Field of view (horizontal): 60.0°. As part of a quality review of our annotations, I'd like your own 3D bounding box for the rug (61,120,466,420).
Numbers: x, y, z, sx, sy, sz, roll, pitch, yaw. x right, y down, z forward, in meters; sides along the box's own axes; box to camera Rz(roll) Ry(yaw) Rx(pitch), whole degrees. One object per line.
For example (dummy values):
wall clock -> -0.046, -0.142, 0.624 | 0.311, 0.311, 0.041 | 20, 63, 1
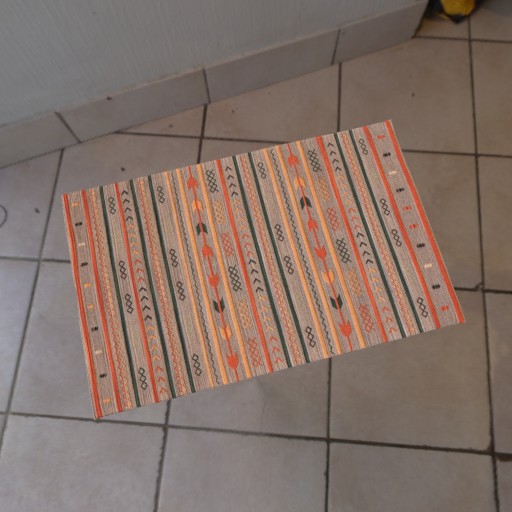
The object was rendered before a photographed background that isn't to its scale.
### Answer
rug -> 0.000, 0.000, 2.996 | 2.439, 0.029, 1.537 | -14, 75, -4
